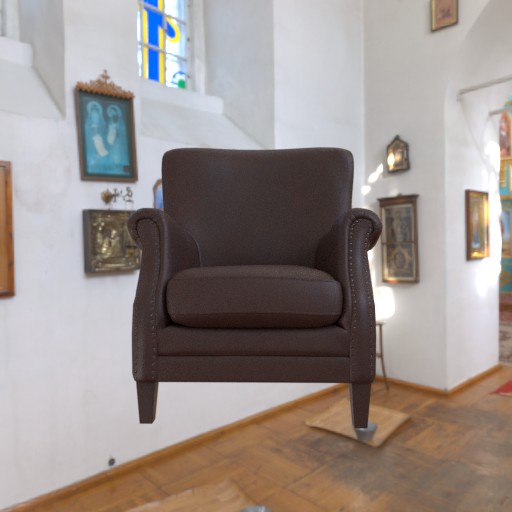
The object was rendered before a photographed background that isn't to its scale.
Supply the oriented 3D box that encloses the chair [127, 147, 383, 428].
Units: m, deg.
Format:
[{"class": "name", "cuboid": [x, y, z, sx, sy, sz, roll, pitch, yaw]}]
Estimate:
[{"class": "chair", "cuboid": [0.000, 0.000, 1.361, 0.700, 0.800, 0.746, 0, 0, 1]}]
